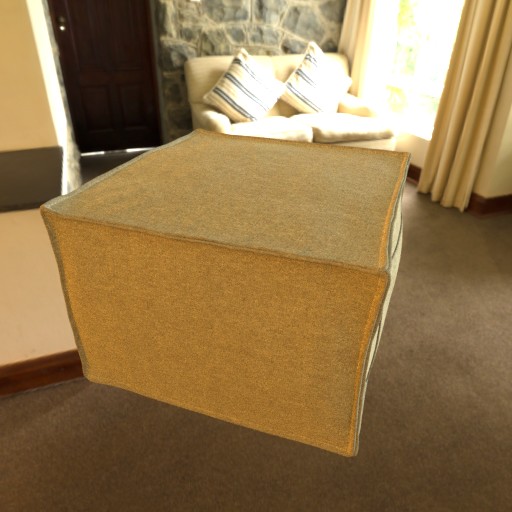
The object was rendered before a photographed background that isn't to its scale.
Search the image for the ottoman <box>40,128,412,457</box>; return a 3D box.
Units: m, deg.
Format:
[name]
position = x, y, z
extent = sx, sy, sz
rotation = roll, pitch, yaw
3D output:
[ottoman]
position = 0.000, 0.000, 1.141
extent = 0.696, 0.470, 0.707
rotation = 10, 32, 17
